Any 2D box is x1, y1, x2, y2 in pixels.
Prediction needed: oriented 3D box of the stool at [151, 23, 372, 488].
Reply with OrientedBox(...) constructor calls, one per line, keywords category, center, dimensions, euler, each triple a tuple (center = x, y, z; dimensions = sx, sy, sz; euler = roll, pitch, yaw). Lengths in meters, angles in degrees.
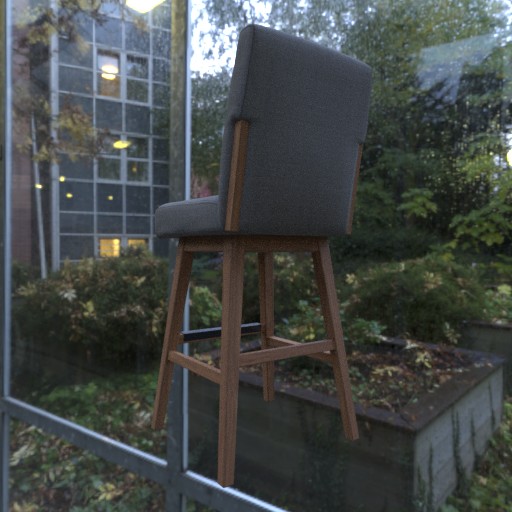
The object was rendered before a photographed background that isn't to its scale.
OrientedBox(category="stool", center=(0.000, 0.000, 1.363), dimensions=(0.483, 1.112, 0.570), euler=(-1, 1, -36))
